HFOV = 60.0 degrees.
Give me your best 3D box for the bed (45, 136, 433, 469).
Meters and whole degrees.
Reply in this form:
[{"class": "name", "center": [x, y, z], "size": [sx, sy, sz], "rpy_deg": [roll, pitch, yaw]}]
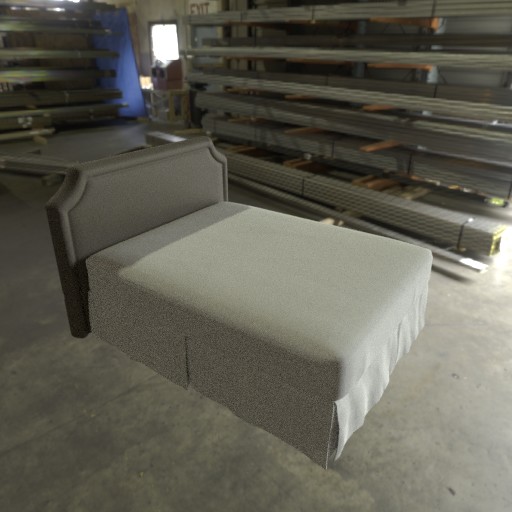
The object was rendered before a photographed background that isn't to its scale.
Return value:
[{"class": "bed", "center": [0.000, 0.000, 3.214], "size": [2.181, 1.297, 1.831], "rpy_deg": [17, 30, 31]}]
